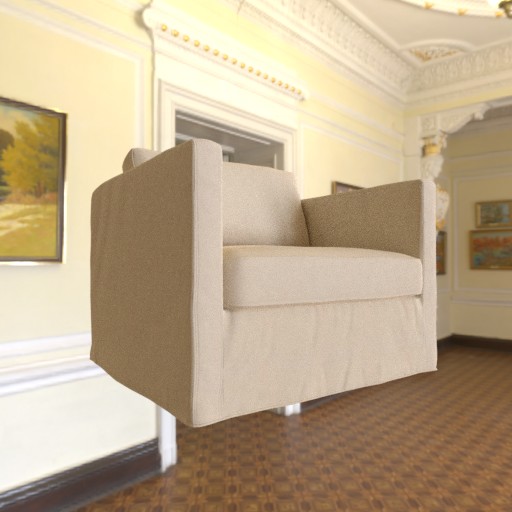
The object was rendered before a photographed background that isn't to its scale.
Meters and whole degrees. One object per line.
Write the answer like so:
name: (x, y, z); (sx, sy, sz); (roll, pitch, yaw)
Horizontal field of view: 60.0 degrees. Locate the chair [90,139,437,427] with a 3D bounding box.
chair: (0.000, 0.000, 1.739); (1.057, 0.851, 0.947); (1, -1, -35)
